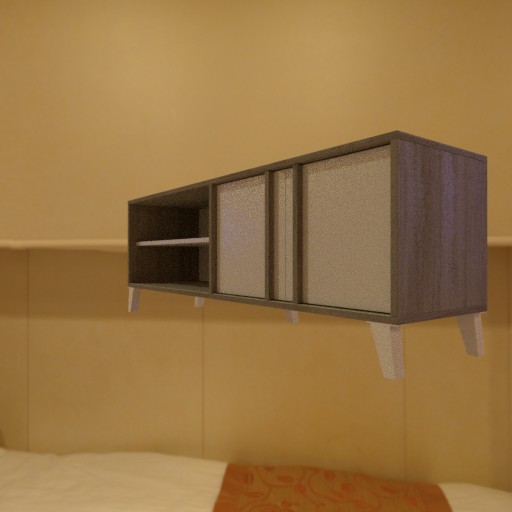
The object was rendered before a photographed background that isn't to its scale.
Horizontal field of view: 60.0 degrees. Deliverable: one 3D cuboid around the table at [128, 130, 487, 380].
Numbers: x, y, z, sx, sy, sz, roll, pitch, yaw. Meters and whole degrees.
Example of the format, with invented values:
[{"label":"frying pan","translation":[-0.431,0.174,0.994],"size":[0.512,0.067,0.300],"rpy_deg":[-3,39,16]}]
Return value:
[{"label":"table","translation":[0.000,0.000,1.651],"size":[0.400,0.530,1.500],"rpy_deg":[0,0,-38]}]
